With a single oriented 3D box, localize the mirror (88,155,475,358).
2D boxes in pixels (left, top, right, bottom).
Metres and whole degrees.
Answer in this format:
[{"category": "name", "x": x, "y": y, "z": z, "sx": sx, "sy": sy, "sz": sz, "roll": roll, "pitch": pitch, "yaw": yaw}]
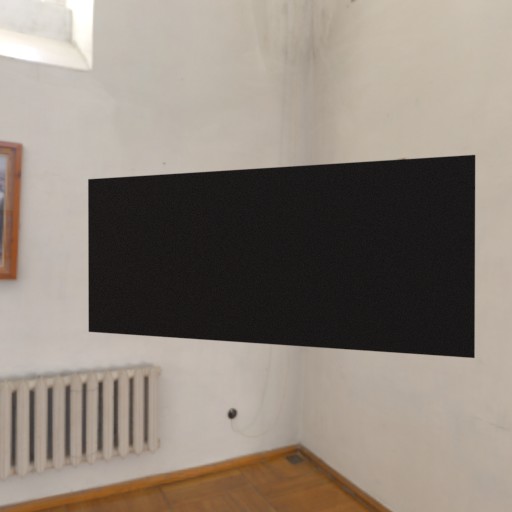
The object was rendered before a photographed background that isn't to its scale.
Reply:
[{"category": "mirror", "x": 0.000, "y": 0.000, "z": 1.777, "sx": 1.584, "sy": 0.692, "sz": 0.047, "roll": 0, "pitch": 0, "yaw": 18}]
